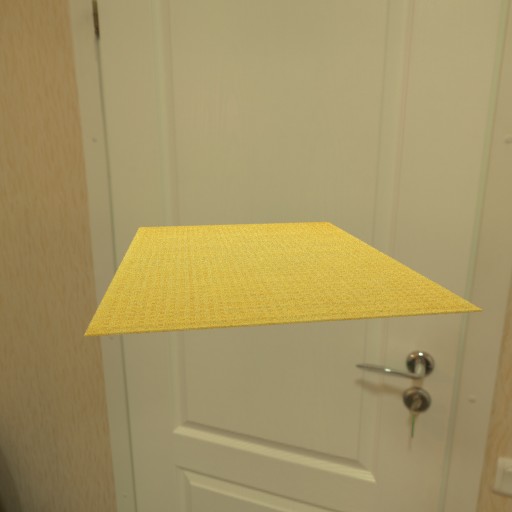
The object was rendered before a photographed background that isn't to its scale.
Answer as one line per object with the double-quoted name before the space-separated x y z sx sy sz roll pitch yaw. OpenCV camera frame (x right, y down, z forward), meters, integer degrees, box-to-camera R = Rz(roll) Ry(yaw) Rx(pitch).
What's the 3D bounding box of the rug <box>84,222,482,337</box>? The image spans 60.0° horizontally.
"rug" 0.000 0.000 4.257 2.486 0.015 3.242 -2 15 -9
